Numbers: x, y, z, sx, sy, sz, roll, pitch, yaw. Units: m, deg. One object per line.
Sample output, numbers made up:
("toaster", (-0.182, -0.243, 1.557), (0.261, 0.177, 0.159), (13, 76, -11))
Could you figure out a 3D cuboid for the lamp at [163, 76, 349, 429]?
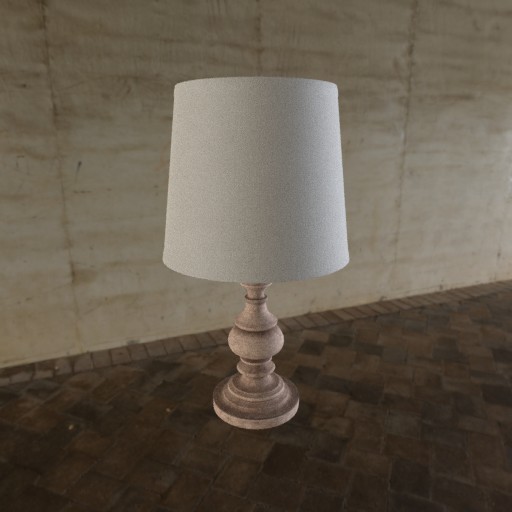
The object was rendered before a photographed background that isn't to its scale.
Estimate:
("lamp", (0.000, 0.000, 0.662), (0.273, 0.497, 0.273), (0, 15, 0))
